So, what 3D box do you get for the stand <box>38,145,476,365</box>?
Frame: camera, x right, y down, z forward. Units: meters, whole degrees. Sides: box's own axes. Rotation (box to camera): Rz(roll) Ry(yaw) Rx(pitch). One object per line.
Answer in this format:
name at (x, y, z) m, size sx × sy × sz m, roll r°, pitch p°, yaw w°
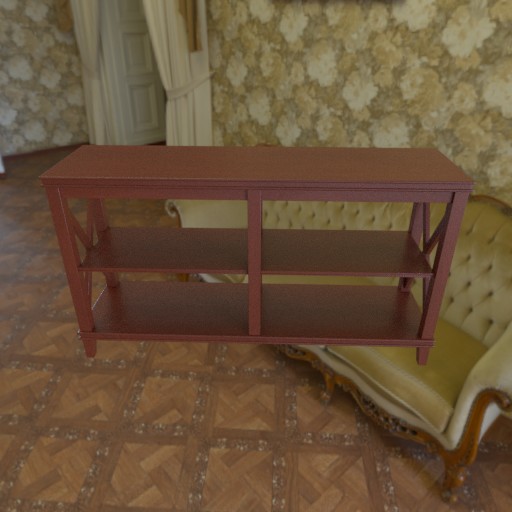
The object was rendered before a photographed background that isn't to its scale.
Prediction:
stand at (0.000, 0.000, 1.738) m, size 1.372 × 0.762 × 0.381 m, roll 1°, pitch 29°, yaw 2°
